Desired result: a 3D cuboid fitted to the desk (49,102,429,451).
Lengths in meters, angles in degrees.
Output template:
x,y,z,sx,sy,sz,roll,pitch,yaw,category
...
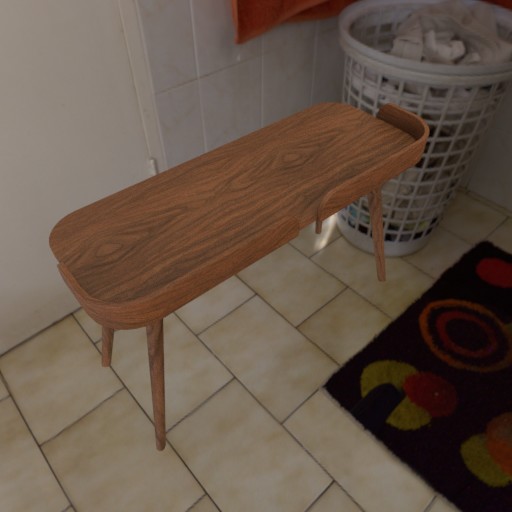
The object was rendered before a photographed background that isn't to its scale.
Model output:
x,y,z,sx,sy,sz,roll,pitch,yaw,category
0.000,0.000,1.639,1.256,0.800,0.486,-31,54,-26,desk
